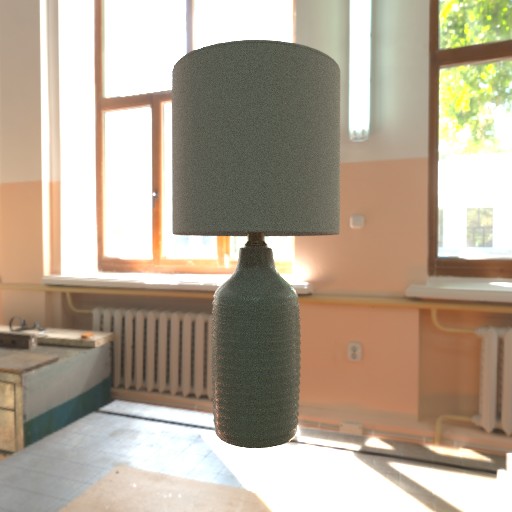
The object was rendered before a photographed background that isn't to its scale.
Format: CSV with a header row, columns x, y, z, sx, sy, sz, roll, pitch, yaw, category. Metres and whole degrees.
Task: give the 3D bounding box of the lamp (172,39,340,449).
x,y,z,sx,sy,sz,roll,pitch,yaw,category
0.000,0.000,0.595,0.220,0.475,0.220,-1,2,-35,lamp
